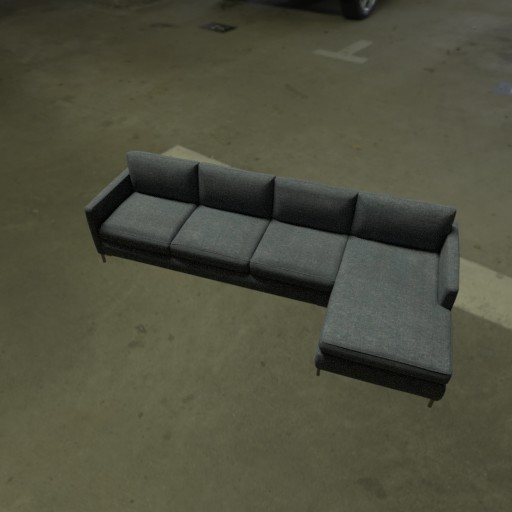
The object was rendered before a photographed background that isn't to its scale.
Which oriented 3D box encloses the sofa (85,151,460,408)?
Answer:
[{"bbox_3d":[0.000,0.000,3.445,2.932,0.810,1.350,13,43,14],"label":"sofa"}]
